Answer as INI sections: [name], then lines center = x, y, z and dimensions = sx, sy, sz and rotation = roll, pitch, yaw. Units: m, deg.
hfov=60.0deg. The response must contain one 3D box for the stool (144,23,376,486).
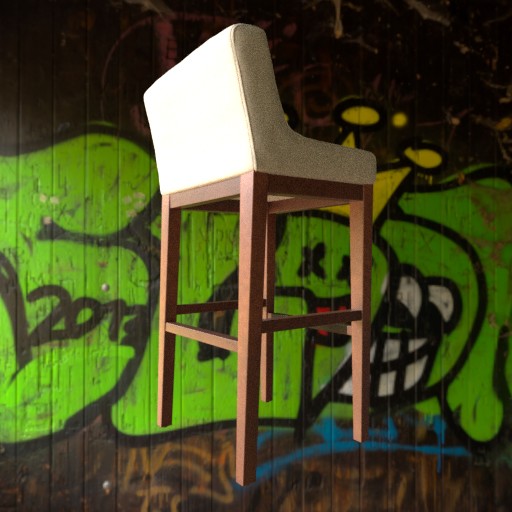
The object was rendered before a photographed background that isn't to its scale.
[stool]
center = 0.000, 0.000, 1.289
dimensions = 0.500, 1.037, 0.511
rotation = 0, 0, -37
